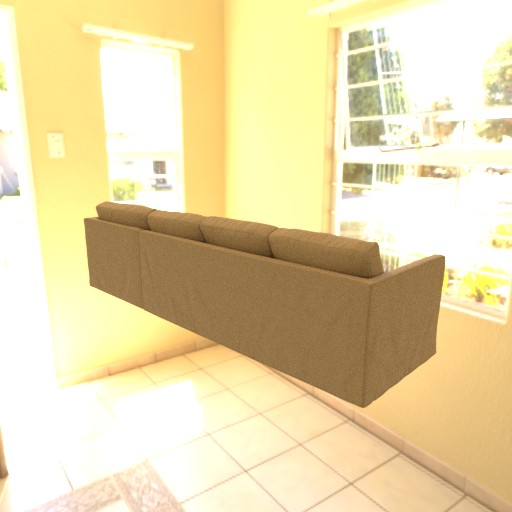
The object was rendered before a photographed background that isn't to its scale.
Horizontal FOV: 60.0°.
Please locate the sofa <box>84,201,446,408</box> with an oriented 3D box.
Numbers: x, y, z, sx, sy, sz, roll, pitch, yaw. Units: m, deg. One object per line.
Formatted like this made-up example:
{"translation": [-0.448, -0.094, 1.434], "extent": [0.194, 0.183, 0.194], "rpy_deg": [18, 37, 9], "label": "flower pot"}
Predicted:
{"translation": [0.000, 0.000, 3.875], "extent": [3.177, 0.867, 1.622], "rpy_deg": [13, 18, 43], "label": "sofa"}
